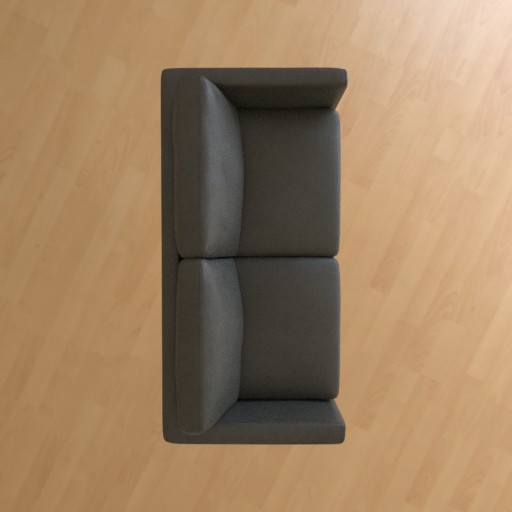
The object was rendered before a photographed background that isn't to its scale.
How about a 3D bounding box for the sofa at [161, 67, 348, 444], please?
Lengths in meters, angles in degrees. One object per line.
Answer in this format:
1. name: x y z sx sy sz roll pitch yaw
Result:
1. sofa: 0.000 0.000 2.481 0.951 0.933 1.883 0 91 1
